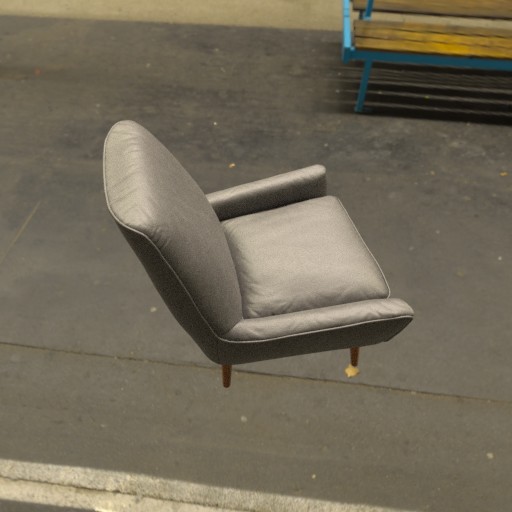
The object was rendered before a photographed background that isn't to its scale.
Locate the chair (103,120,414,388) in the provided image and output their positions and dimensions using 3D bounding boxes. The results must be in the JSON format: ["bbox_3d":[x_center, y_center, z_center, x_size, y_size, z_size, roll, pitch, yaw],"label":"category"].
[{"bbox_3d":[0.000,0.000,1.530,0.822,0.888,0.787,-11,48,-10],"label":"chair"}]
